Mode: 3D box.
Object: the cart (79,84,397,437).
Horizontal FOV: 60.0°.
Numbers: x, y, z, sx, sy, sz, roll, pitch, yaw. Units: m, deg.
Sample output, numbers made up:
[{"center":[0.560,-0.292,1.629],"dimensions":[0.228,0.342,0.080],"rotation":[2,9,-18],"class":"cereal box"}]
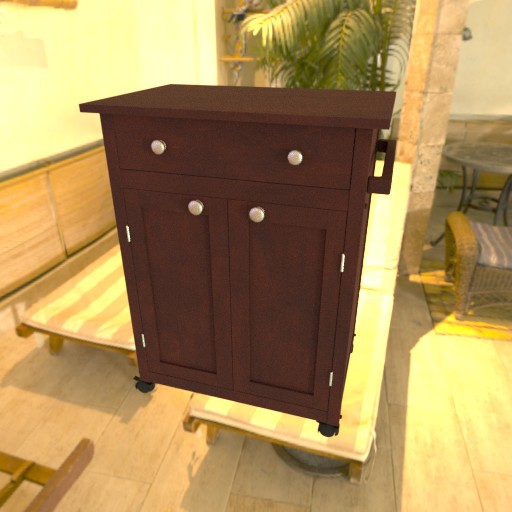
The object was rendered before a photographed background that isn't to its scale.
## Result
[{"center":[0.000,0.000,1.271],"dimensions":[0.683,0.864,0.442],"rotation":[8,28,15],"class":"cart"}]
